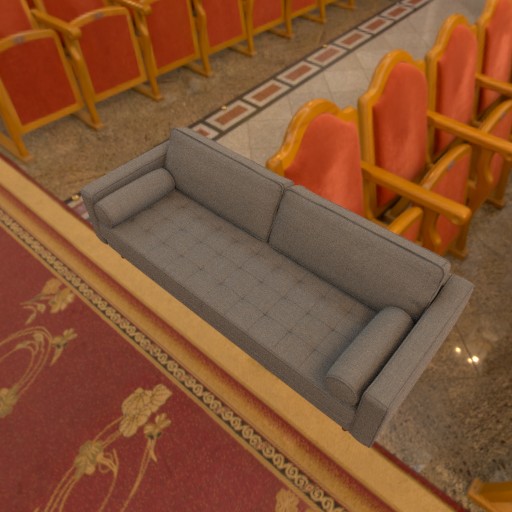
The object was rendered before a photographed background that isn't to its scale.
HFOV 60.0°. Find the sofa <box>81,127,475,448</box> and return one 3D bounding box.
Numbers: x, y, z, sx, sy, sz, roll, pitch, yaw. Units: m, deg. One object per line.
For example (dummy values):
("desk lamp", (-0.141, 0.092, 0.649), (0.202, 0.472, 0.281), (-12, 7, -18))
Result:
("sofa", (0.000, 0.000, 2.644), (2.198, 0.762, 0.914), (32, 55, 27))
